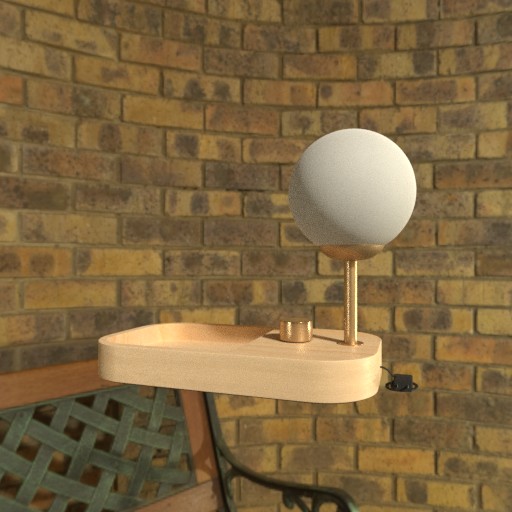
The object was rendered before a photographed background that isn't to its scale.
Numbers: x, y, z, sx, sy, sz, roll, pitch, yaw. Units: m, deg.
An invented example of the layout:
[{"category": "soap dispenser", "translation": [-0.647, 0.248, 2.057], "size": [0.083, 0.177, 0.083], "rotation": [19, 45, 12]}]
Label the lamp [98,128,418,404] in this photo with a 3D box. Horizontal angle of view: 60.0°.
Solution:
[{"category": "lamp", "translation": [0.000, 0.000, 0.482], "size": [0.331, 0.253, 0.173], "rotation": [0, -1, 19]}]
